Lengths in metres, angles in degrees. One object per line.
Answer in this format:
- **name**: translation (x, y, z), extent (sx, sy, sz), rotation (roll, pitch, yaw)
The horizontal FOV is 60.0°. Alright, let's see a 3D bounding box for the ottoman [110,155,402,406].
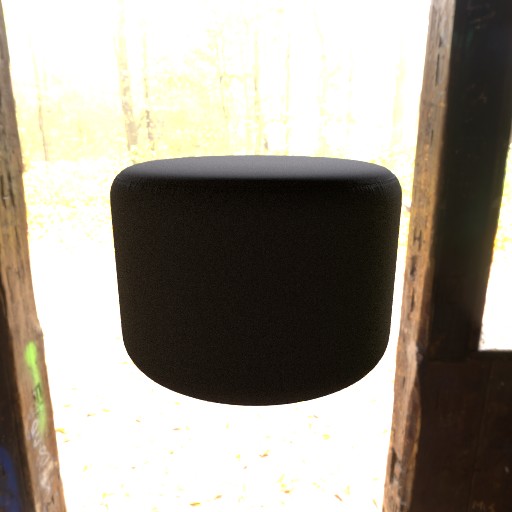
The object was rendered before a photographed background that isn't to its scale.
- **ottoman**: translation (0.000, 0.000, 1.003), extent (0.608, 0.433, 0.608), rotation (0, 16, 0)
